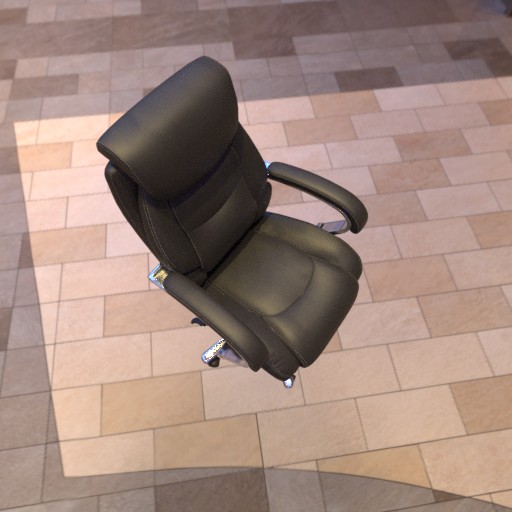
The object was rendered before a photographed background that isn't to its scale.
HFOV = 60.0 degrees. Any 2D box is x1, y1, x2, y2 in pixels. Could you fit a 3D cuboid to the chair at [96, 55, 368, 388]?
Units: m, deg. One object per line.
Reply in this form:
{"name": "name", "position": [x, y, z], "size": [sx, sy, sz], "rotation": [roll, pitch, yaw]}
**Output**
{"name": "chair", "position": [0.000, 0.000, 1.709], "size": [0.790, 1.183, 0.755], "rotation": [32, 64, 17]}
